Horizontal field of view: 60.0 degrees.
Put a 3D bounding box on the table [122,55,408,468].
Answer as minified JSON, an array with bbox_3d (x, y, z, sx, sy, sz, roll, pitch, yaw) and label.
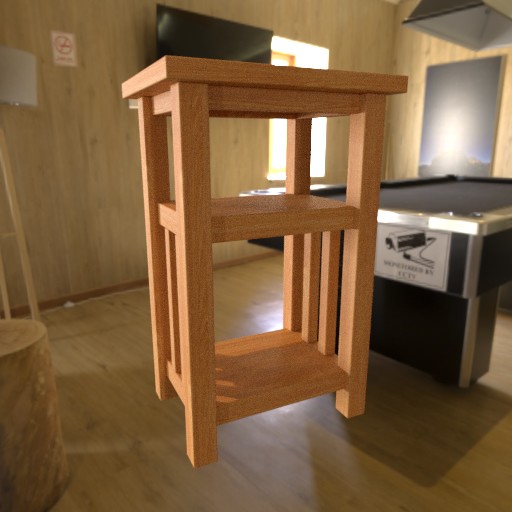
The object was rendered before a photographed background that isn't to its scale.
[{"bbox_3d":[0.000,0.000,0.739,0.350,0.550,0.270,-7,16,-25],"label":"table"}]
